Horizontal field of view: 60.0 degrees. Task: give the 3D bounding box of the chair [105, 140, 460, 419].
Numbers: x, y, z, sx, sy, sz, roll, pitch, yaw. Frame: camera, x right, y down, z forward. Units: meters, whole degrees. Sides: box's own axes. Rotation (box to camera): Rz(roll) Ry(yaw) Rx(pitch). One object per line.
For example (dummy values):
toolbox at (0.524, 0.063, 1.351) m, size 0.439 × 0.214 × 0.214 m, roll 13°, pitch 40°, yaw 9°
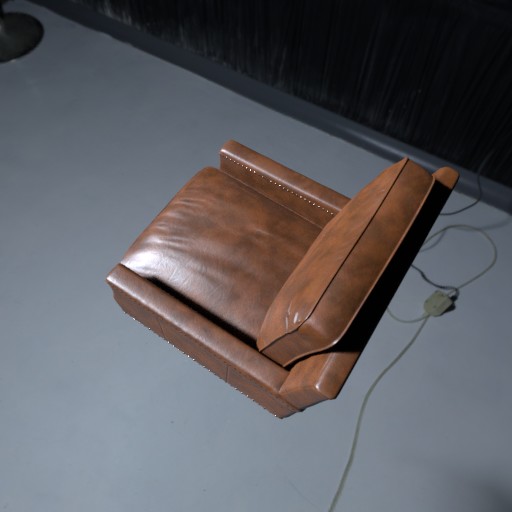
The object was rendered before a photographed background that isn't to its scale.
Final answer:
chair at (0.000, 0.000, 1.791) m, size 1.035 × 1.054 × 0.854 m, roll 30°, pitch 67°, yaw 15°
